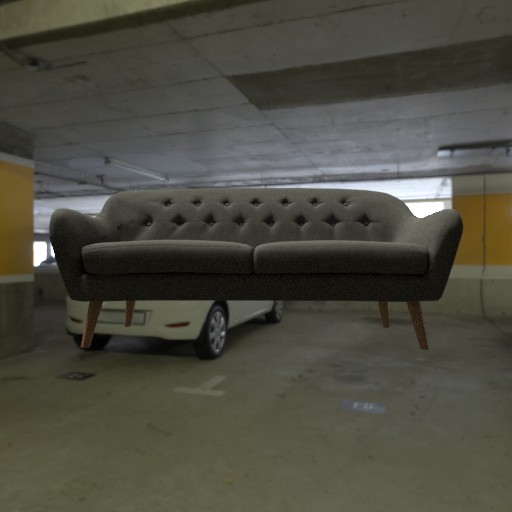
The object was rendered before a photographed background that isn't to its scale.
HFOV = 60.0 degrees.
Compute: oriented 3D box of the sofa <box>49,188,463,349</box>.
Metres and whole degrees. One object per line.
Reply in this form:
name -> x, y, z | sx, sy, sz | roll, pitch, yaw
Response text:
sofa -> 0.000, 0.000, 2.298 | 1.840, 0.820, 0.820 | 0, 0, 1
